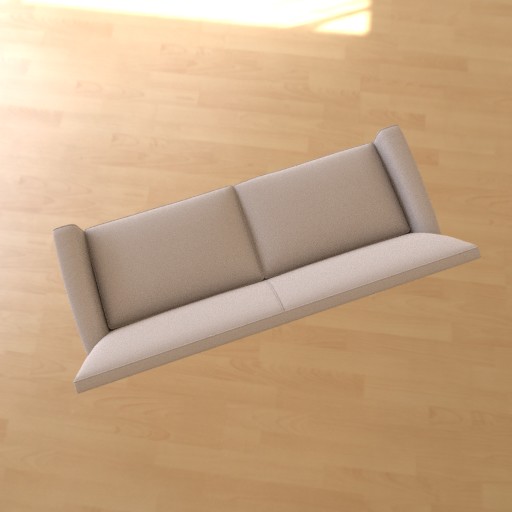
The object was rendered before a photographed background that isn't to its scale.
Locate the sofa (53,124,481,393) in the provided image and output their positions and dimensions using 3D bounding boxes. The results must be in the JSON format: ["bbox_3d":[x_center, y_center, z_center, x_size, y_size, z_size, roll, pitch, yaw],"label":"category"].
[{"bbox_3d":[0.000,0.000,2.461,2.000,0.846,0.875,-18,76,-5],"label":"sofa"}]
